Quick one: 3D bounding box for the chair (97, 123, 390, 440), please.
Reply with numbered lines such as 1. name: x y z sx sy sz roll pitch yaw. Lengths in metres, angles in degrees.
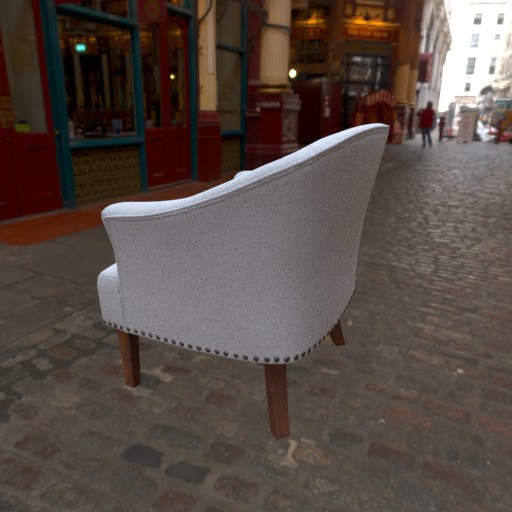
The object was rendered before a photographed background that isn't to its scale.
1. chair: 0.000 0.000 1.413 0.704 0.815 0.798 9 20 26
